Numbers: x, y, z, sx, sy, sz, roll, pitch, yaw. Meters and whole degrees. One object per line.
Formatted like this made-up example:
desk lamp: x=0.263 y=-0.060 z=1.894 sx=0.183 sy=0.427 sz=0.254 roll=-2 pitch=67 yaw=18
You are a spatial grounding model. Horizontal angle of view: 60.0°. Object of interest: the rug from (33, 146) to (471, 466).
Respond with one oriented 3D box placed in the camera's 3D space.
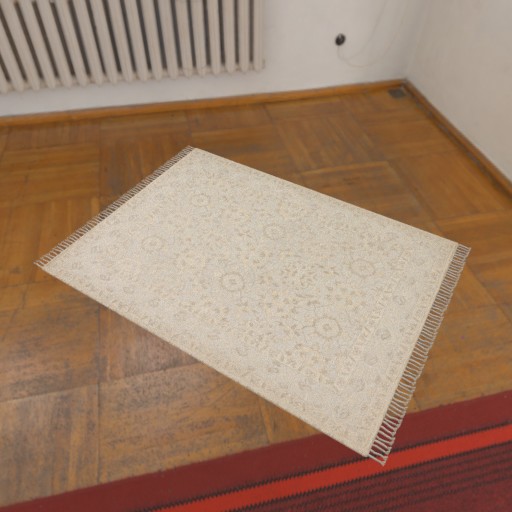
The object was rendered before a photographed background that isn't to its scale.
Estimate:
rug: x=0.000 y=0.000 z=2.178 sx=1.771 sy=0.015 sz=1.223 roll=24 pitch=51 yaw=21
